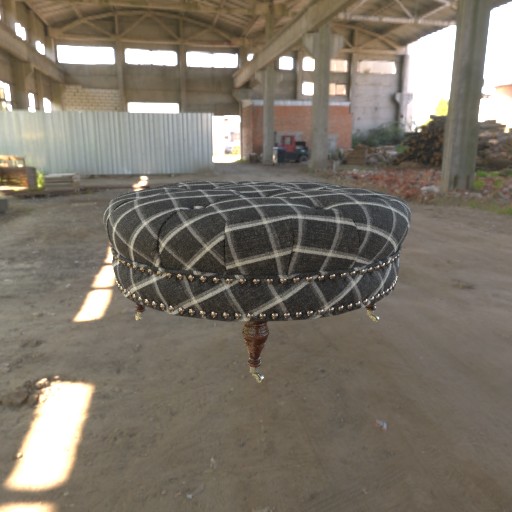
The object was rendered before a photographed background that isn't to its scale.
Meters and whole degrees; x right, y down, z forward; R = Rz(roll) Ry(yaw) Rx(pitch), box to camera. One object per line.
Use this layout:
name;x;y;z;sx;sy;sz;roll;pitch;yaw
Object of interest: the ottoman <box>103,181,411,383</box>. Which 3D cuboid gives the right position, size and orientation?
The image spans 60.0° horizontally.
ottoman;0.000;0.000;1.383;0.901;0.439;0.901;0;14;0
